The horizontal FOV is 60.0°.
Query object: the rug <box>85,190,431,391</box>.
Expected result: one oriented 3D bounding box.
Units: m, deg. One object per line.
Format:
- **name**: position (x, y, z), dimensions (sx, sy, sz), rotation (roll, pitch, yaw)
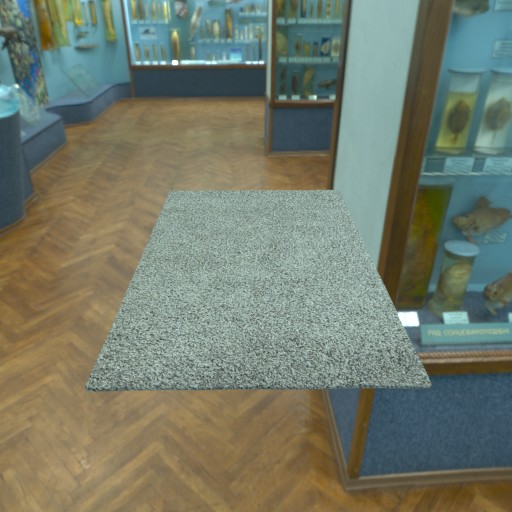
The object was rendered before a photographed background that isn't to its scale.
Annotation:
- **rug**: position (0.000, 0.000, 3.451), dimensions (1.778, 0.030, 2.743), rotation (0, 30, -1)
